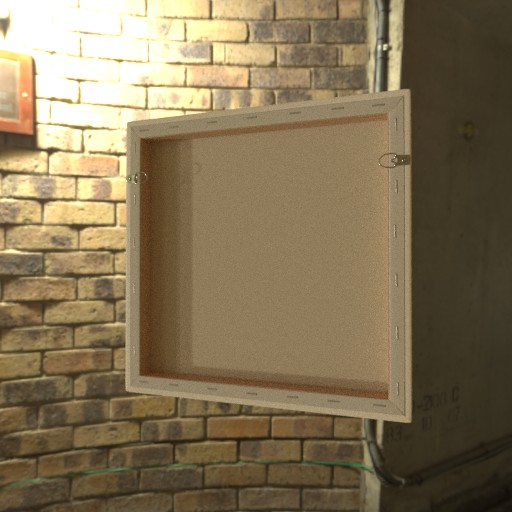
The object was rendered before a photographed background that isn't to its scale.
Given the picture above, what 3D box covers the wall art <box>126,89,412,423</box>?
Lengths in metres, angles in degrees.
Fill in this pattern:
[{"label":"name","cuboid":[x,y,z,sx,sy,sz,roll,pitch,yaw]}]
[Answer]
[{"label":"wall art","cuboid":[0.000,0.000,0.765,0.507,0.508,0.038,0,-1,19]}]
